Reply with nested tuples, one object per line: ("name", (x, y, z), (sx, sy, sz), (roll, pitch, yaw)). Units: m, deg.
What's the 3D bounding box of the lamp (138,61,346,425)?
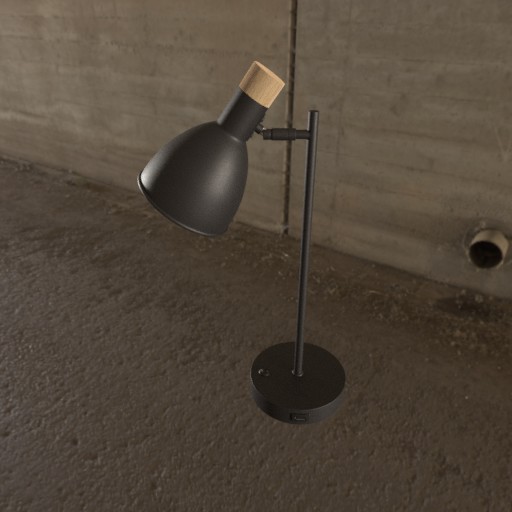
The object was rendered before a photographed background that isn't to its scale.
("lamp", (0.000, 0.000, 0.597), (0.287, 0.483, 0.152), (1, 29, 1))
